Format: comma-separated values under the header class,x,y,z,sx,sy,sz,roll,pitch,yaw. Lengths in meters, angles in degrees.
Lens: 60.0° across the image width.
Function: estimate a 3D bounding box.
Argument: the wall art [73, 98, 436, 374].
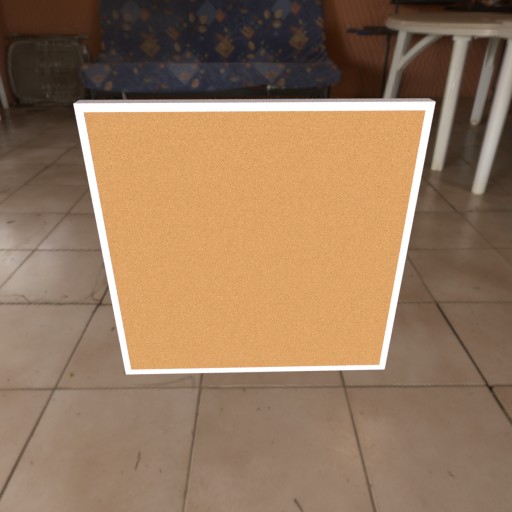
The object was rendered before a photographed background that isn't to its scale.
class,x,y,z,sx,sy,sz,roll,pitch,yaw
wall art,0.000,0.000,1.135,0.762,0.762,0.038,-1,29,-1
